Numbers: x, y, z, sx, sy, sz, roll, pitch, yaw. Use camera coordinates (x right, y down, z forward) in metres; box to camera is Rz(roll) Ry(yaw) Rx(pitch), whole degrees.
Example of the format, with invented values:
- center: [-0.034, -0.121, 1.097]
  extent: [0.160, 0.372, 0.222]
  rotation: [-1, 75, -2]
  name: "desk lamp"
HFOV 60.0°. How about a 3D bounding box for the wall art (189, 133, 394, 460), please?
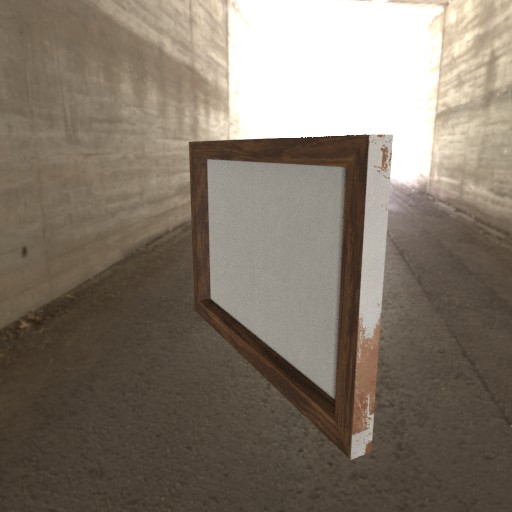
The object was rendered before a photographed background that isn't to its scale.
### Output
- center: [0.000, 0.000, 0.795]
  extent: [0.035, 0.405, 0.609]
  rotation: [-7, 15, -26]
  name: "wall art"
